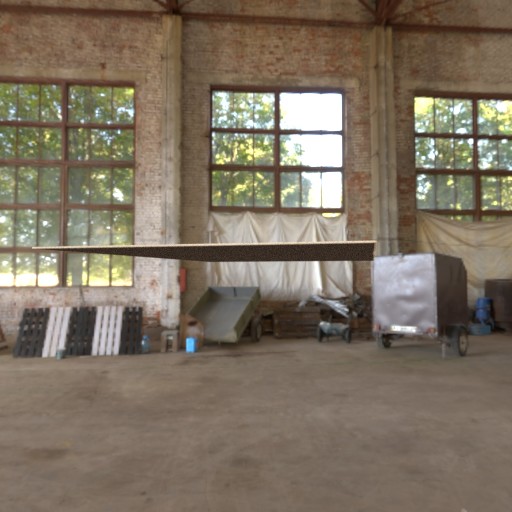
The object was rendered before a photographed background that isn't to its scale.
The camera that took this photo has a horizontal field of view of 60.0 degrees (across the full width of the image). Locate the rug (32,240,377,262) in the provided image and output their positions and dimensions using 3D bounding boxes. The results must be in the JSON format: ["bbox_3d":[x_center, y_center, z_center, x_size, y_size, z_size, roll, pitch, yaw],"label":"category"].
[{"bbox_3d":[0.000,0.000,2.351,1.220,0.007,1.828,-1,-2,15],"label":"rug"}]
